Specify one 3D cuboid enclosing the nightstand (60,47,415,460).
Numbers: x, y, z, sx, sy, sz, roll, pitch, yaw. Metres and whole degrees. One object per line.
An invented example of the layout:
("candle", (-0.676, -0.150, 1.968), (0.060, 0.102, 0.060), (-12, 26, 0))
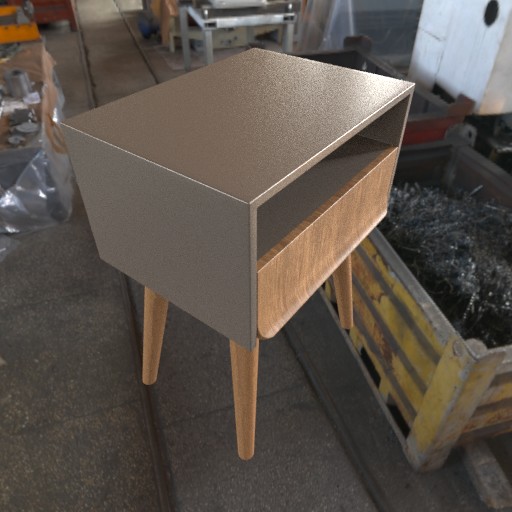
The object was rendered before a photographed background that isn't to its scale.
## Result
("nightstand", (0.000, 0.000, 0.720), (0.288, 0.508, 0.370), (26, 47, 27))
